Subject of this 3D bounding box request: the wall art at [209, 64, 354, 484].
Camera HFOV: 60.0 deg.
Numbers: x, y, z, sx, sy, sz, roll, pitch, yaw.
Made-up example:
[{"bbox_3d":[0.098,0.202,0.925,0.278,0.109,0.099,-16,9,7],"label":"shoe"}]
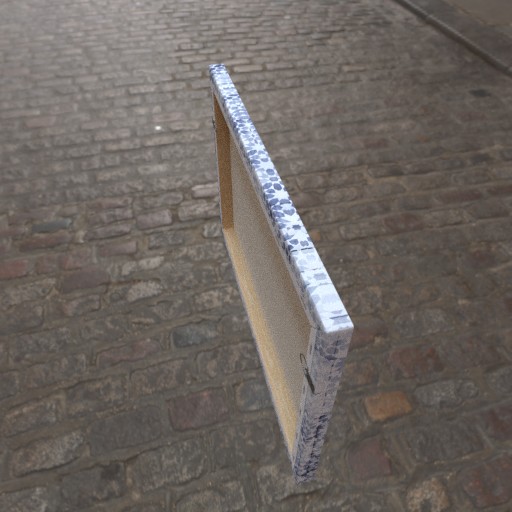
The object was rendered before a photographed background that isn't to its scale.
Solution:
[{"bbox_3d":[0.000,0.000,0.749,0.030,0.406,0.608,-10,46,-10],"label":"wall art"}]
